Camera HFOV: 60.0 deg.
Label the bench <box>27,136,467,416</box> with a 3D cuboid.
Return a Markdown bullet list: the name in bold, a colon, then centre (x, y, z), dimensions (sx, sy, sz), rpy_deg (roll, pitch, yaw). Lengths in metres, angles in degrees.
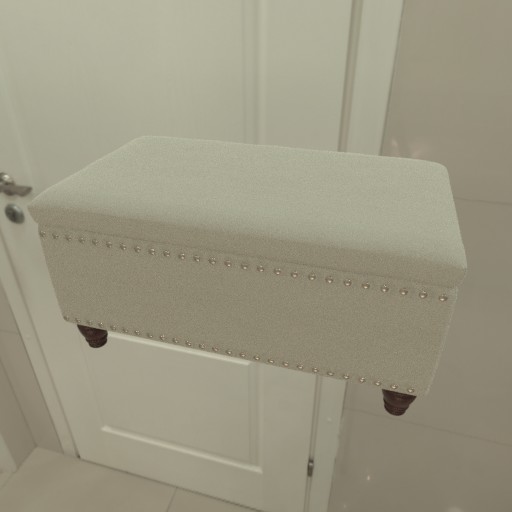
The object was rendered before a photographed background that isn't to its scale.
- **bench**: centre (0.000, 0.000, 1.147), dimensions (0.887, 0.449, 0.500), rpy_deg (9, 33, 14)
